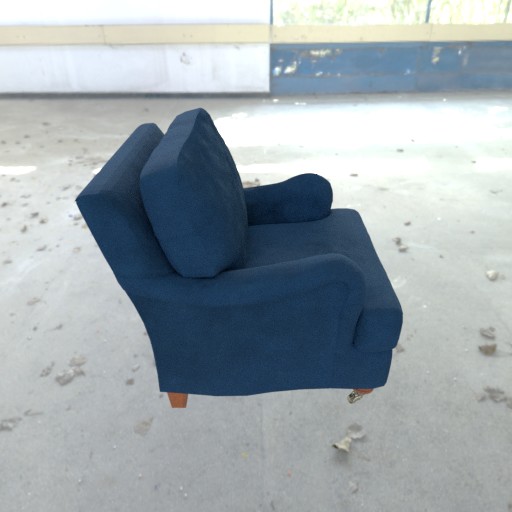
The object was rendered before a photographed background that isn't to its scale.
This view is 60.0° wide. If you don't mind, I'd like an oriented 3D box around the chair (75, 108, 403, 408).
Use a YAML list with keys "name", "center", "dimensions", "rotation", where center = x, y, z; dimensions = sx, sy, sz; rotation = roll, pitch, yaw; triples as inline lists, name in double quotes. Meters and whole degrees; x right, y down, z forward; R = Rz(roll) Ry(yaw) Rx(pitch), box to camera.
- name: "chair"
  center: [0.000, 0.000, 1.888]
  dimensions: [1.078, 1.076, 0.895]
  rotation: [0, 31, 0]
